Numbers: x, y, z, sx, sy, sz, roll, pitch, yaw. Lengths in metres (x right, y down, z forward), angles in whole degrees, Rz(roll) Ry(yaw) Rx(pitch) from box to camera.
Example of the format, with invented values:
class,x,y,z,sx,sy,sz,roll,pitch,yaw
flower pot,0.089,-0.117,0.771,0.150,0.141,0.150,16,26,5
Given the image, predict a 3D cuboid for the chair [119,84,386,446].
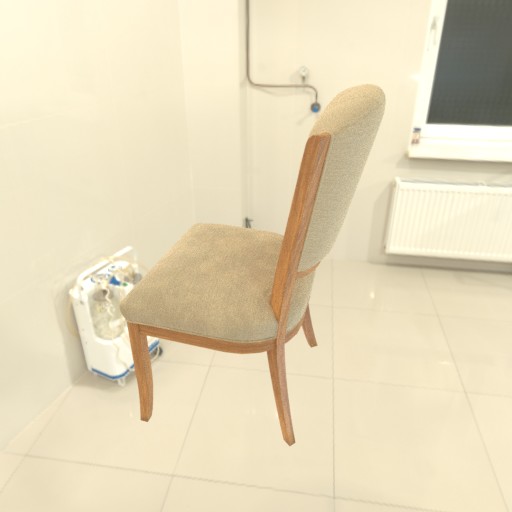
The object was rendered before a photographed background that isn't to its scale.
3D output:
class,x,y,z,sx,sy,sz,roll,pitch,yaw
chair,0.000,0.000,1.232,0.584,0.905,0.513,7,29,13
